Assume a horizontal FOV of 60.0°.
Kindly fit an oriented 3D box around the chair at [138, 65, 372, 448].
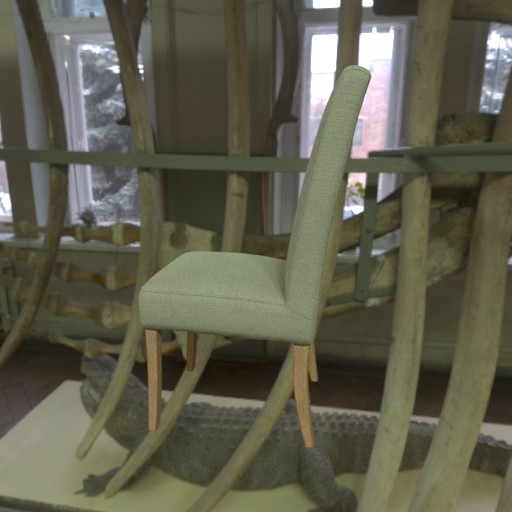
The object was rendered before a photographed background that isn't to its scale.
[{"bbox_3d":[0.000,0.000,1.385,0.611,1.033,0.450,2,14,9],"label":"chair"}]
